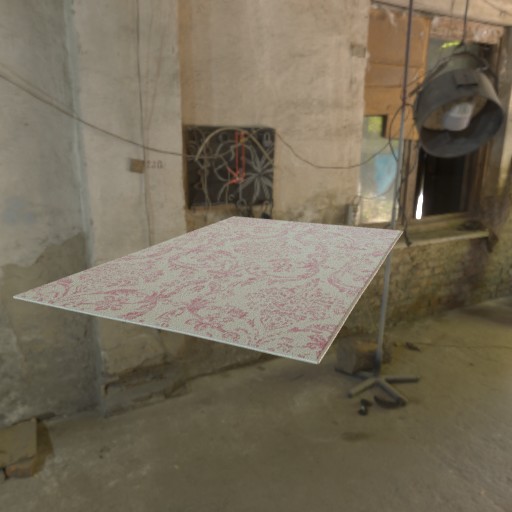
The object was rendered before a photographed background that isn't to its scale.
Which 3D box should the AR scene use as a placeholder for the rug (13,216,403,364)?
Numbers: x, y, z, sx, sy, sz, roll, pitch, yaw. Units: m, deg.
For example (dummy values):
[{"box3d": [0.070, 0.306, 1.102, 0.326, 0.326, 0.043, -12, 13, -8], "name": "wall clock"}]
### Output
[{"box3d": [0.000, 0.000, 2.262, 1.219, 0.012, 1.839, 7, 17, 24], "name": "rug"}]
